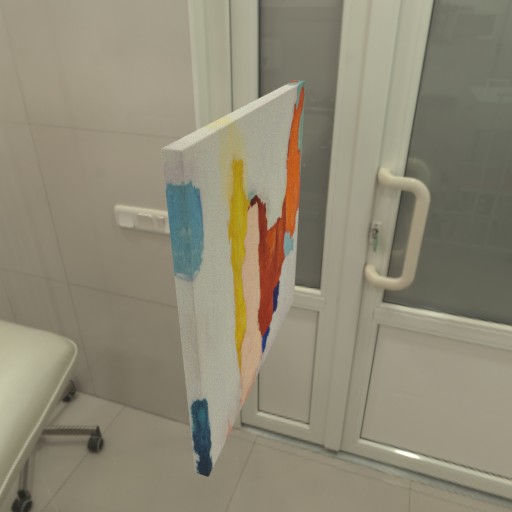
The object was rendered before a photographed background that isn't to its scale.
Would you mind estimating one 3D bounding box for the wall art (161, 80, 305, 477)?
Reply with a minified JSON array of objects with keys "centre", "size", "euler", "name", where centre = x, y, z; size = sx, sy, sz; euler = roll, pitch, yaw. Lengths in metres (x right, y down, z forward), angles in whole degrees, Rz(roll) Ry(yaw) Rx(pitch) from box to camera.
[{"centre":[0.000,0.000,1.234],"size":[0.037,0.814,0.814],"euler":[10,31,17],"name":"wall art"}]
